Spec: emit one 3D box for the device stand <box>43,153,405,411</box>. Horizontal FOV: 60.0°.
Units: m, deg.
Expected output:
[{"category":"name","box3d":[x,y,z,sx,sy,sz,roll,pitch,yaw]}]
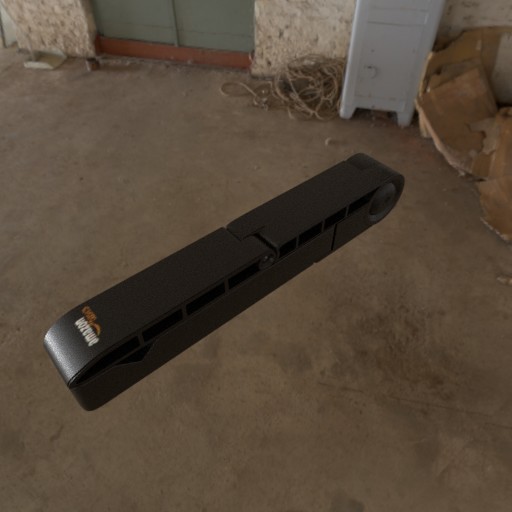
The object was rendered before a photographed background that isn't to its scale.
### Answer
[{"category":"device stand","box3d":[0.000,0.000,0.195,0.179,0.030,0.026,-31,54,-26]}]
